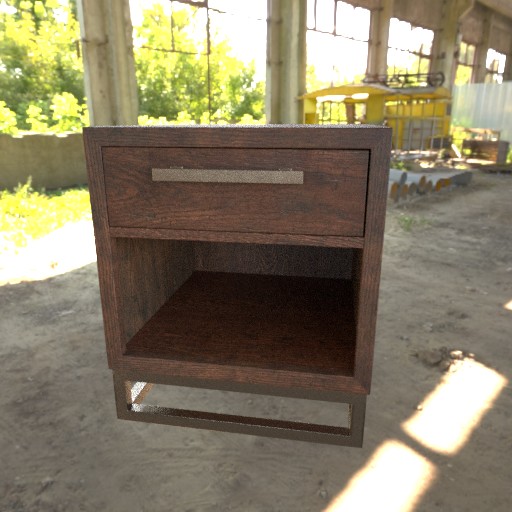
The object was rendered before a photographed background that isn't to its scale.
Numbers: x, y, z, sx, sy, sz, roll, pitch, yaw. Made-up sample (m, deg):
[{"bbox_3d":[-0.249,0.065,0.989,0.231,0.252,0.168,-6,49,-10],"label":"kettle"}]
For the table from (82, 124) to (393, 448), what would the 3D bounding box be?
[{"bbox_3d":[0.000,0.000,1.029,0.506,0.582,0.566,3,17,9],"label":"table"}]
